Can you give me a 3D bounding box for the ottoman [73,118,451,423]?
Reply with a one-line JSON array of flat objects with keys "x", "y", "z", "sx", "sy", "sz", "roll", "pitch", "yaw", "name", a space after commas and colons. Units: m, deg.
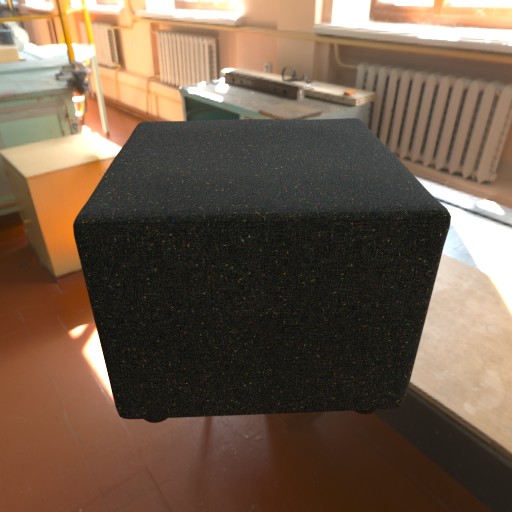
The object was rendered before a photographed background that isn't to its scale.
[{"x": 0.000, "y": 0.000, "z": 0.875, "sx": 0.508, "sy": 0.432, "sz": 0.508, "roll": -1, "pitch": 31, "yaw": -2, "name": "ottoman"}]
